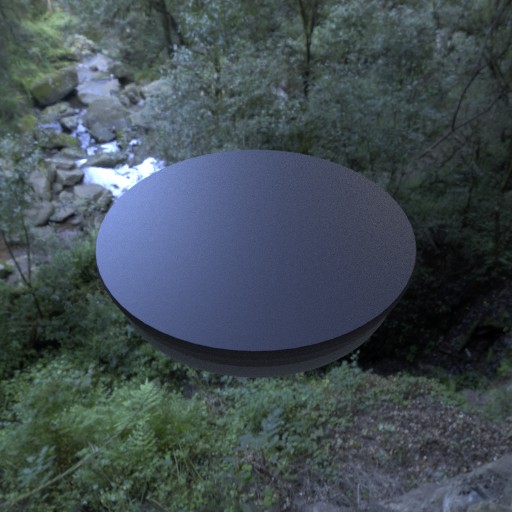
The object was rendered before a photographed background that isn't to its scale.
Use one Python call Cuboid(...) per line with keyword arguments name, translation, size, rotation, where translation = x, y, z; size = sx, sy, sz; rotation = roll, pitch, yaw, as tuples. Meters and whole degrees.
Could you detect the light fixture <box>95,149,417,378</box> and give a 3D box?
Cuboid(name="light fixture", translation=(0.000, 0.000, 0.556), size=(0.368, 0.100, 0.368), rotation=(0, 41, 0))
